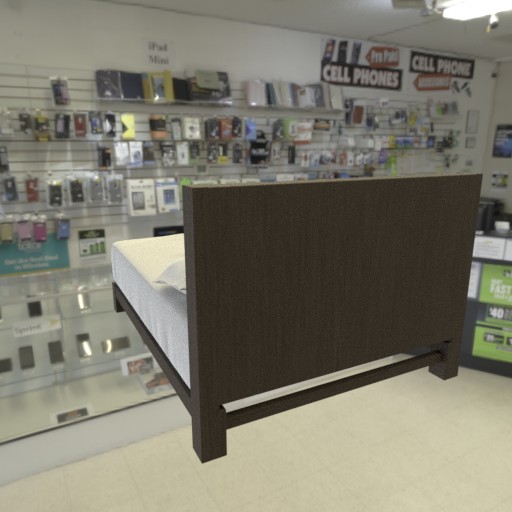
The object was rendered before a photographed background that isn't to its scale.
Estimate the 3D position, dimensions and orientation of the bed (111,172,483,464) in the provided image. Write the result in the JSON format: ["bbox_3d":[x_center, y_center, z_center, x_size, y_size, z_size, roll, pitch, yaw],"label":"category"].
[{"bbox_3d":[0.000,0.000,3.240,1.727,1.270,2.242,-7,16,-26],"label":"bed"}]
